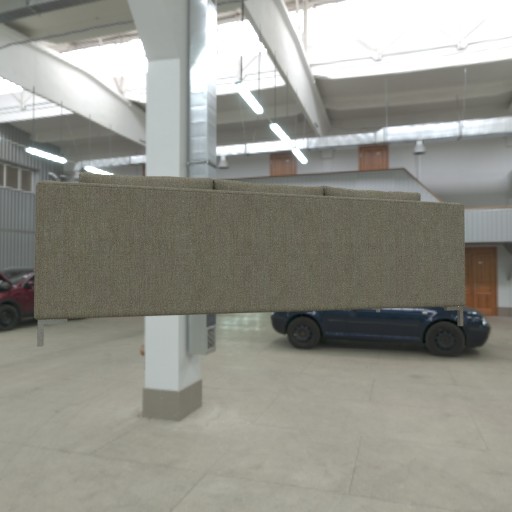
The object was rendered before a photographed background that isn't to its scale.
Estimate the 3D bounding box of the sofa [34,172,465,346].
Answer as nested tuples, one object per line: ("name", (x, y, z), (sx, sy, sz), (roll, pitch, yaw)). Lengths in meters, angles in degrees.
("sofa", (0.000, 0.000, 2.834), (2.415, 0.867, 0.969), (0, -2, -18))
